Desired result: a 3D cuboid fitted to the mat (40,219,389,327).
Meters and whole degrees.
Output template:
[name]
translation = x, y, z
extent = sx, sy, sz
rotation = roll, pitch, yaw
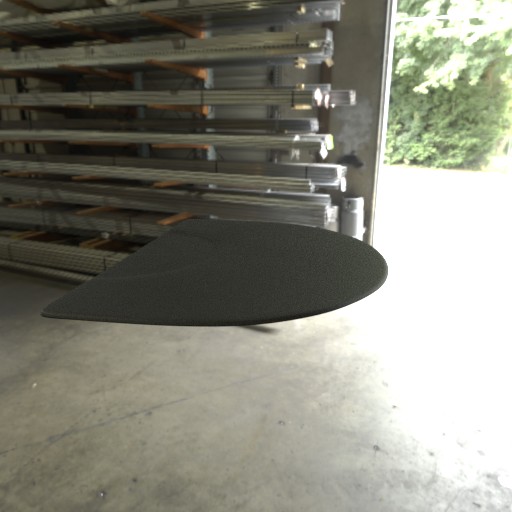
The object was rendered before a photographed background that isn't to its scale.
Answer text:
[mat]
translation = 0.000, 0.000, 1.601
extent = 0.917, 0.016, 1.220
rotation = 3, 16, 9
